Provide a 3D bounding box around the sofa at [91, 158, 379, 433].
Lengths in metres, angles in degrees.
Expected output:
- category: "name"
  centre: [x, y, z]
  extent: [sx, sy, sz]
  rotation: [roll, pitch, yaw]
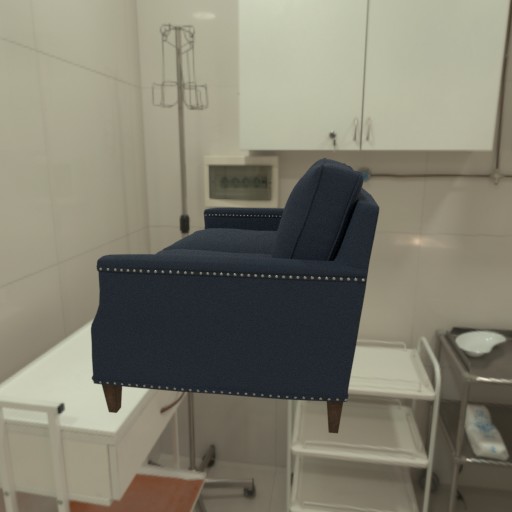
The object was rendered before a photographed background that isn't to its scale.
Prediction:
- category: "sofa"
  centre: [0.000, 0.000, 2.336]
  extent: [1.084, 1.003, 1.597]
  rotation: [2, 13, 9]
